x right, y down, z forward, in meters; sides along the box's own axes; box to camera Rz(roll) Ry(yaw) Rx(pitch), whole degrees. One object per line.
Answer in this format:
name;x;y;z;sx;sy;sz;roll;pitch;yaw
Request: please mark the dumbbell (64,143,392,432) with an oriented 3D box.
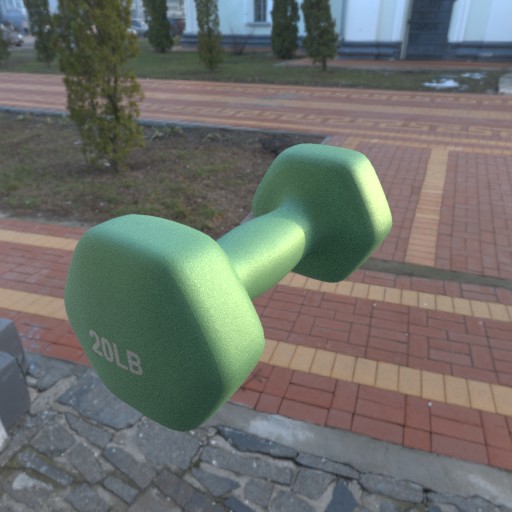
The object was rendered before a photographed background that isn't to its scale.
dumbbell;0.000;0.000;0.324;0.129;0.117;0.260;18;33;31
